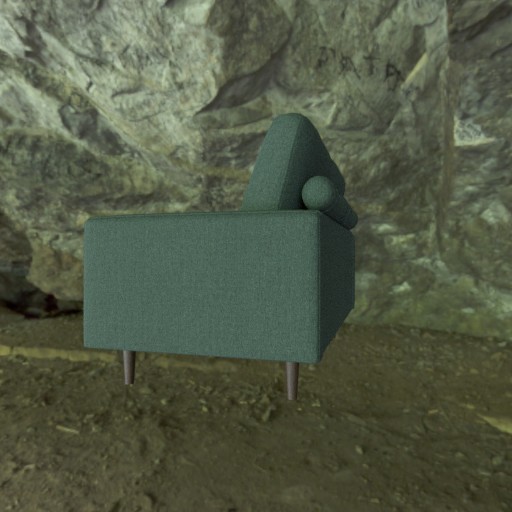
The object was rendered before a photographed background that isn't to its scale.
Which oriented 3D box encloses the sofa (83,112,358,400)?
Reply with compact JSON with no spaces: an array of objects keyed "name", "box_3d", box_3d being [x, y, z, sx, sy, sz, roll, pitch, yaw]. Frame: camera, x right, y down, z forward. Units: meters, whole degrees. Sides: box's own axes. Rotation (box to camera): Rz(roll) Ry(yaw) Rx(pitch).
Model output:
[{"name":"sofa","box_3d":[0.000,0.000,2.009,0.842,0.907,1.407,0,0,17]}]
